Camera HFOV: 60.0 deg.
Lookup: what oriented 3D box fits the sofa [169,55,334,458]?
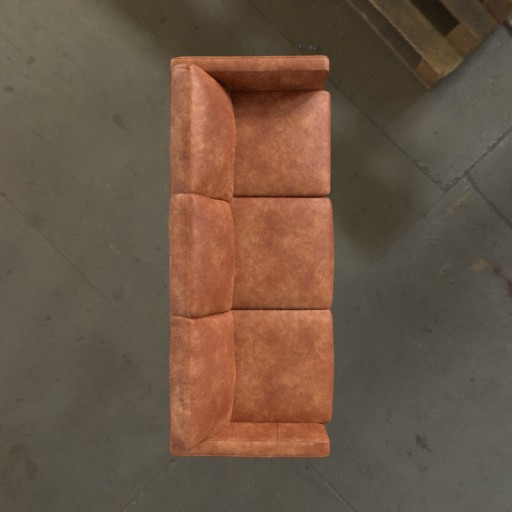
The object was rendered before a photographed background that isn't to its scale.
[{"bbox_3d":[0.000,0.000,3.008,1.045,1.006,2.464,0,90,1],"label":"sofa"}]
